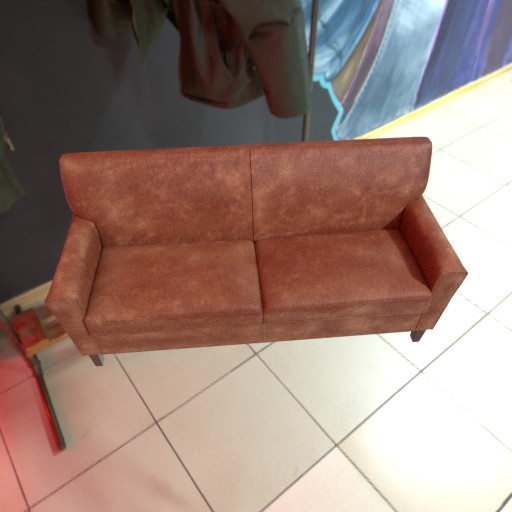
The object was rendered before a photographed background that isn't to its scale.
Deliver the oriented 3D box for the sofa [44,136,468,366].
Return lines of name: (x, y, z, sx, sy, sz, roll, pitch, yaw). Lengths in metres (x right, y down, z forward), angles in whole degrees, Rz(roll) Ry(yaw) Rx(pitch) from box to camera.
sofa: (0.000, 0.000, 2.490, 2.053, 0.947, 0.805, -4, 46, -3)
